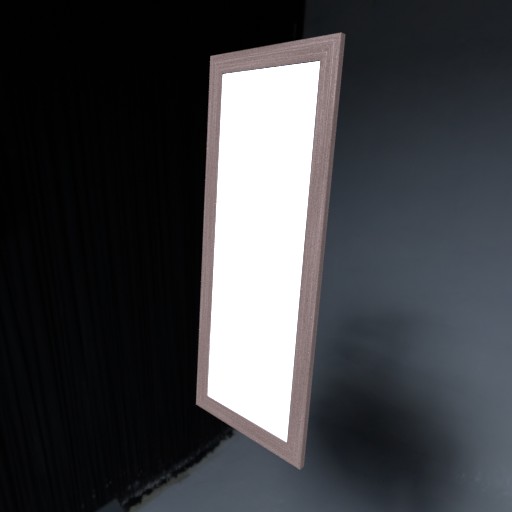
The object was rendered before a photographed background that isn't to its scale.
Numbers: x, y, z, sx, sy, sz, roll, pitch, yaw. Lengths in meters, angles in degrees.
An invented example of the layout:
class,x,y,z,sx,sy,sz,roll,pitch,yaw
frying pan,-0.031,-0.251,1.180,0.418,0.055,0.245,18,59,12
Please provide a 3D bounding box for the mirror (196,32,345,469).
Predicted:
class,x,y,z,sx,sy,sz,roll,pitch,yaw
mirror,0.000,0.000,2.296,0.812,2.020,0.221,14,20,42
